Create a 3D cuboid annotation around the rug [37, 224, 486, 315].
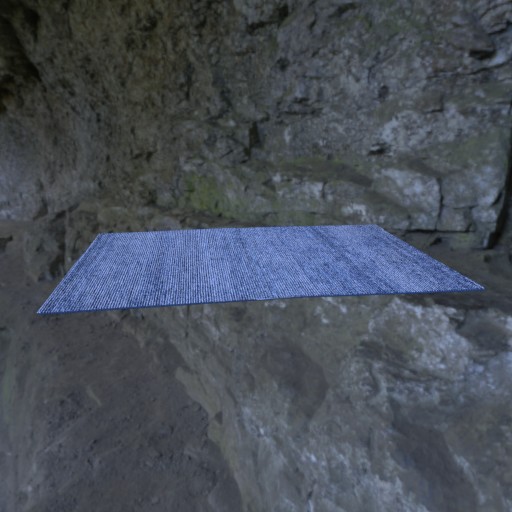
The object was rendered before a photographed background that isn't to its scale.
[{"bbox_3d":[0.000,0.000,2.289,1.793,0.025,1.159,-2,18,-7],"label":"rug"}]
